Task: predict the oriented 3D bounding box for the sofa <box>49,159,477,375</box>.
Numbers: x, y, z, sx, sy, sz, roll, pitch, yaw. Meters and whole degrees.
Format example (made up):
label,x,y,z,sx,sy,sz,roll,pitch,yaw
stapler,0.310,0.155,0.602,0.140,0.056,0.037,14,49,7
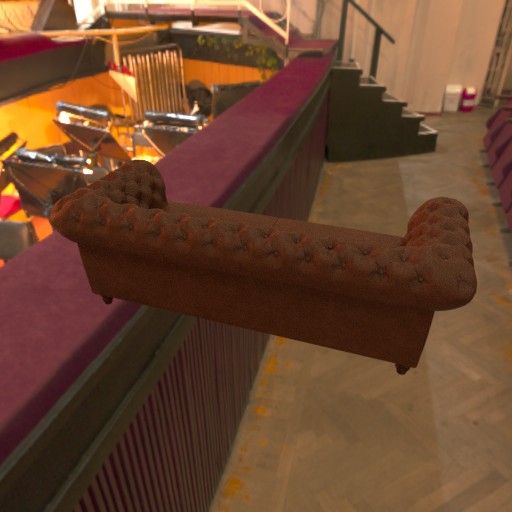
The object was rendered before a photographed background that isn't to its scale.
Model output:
label,x,y,z,sx,sy,sz,roll,pitch,yaw
sofa,0.000,0.000,2.767,2.385,0.783,0.944,10,33,17
